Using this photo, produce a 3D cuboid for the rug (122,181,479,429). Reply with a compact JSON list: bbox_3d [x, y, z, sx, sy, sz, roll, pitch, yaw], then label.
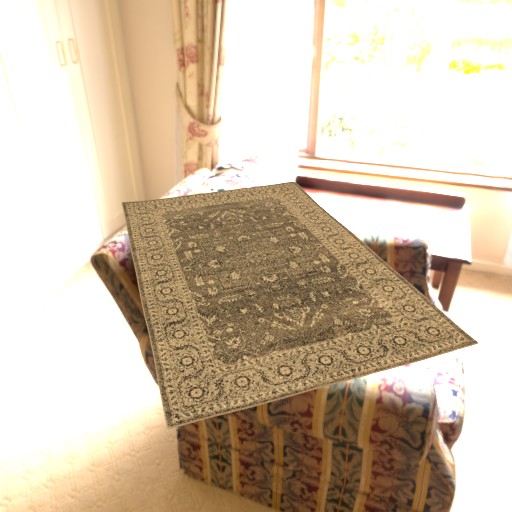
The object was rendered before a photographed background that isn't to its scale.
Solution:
[{"bbox_3d":[0.000,0.000,2.288,1.209,0.019,1.828,-10,32,-16],"label":"rug"}]
